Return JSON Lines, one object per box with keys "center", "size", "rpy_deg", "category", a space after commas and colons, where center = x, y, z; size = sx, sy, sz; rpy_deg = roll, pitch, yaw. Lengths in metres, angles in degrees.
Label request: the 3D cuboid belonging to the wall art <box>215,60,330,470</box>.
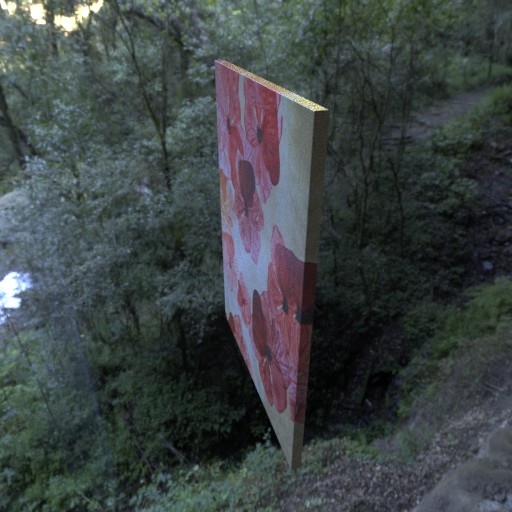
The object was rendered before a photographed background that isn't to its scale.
{"center": [0.000, 0.000, 1.347], "size": [0.031, 1.015, 0.762], "rpy_deg": [-9, 32, -15], "category": "wall art"}
